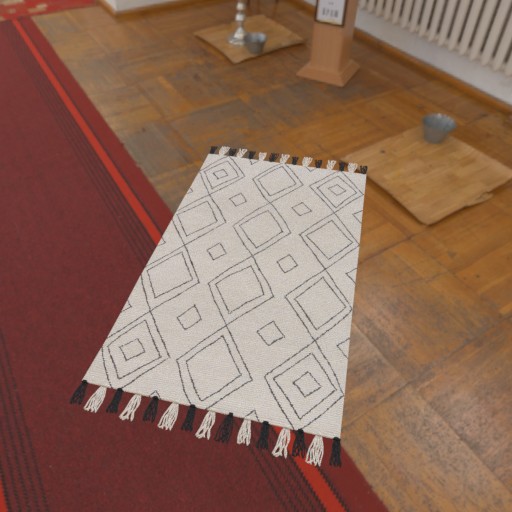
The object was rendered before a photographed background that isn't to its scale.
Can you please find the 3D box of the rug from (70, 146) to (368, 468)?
[{"bbox_3d":[0.000,0.000,3.283,1.524,0.021,2.755,10,47,9],"label":"rug"}]
